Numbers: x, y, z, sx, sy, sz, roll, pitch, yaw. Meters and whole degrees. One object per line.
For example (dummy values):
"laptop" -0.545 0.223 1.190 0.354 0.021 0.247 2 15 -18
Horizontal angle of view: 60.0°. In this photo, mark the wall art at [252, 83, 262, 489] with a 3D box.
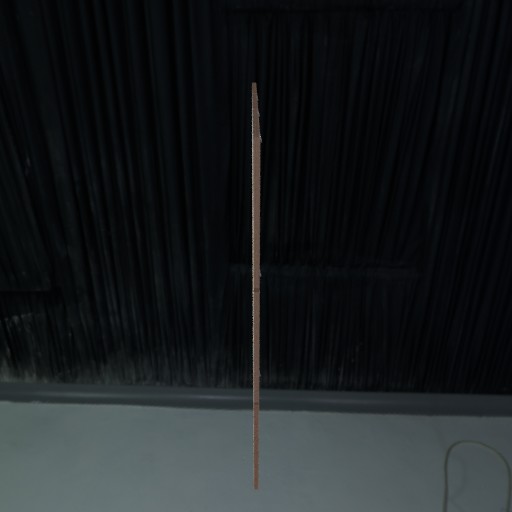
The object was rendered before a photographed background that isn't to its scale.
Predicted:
"wall art" 0.000 0.000 1.354 0.018 0.904 0.906 0 27 0
